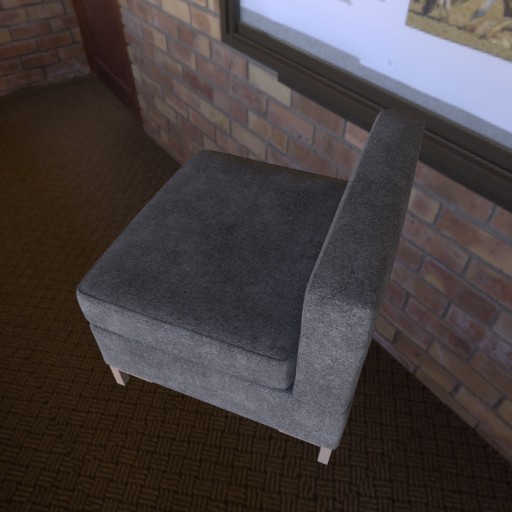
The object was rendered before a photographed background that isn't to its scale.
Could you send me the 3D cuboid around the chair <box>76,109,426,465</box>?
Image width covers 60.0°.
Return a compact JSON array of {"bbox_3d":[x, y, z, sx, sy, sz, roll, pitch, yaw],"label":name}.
[{"bbox_3d":[0.000,0.000,1.192,0.680,0.660,0.680,16,47,15],"label":"chair"}]
